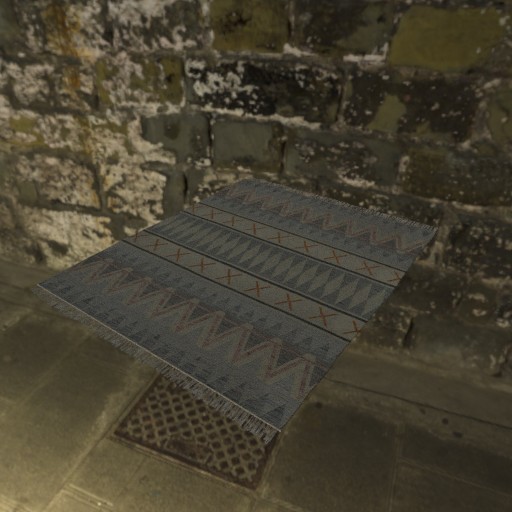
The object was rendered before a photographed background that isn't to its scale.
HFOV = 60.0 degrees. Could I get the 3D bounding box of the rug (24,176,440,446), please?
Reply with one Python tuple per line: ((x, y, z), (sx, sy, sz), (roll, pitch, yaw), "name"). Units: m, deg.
((0.000, 0.000, 3.945), (2.371, 0.012, 3.000), (21, 38, 30), "rug")
